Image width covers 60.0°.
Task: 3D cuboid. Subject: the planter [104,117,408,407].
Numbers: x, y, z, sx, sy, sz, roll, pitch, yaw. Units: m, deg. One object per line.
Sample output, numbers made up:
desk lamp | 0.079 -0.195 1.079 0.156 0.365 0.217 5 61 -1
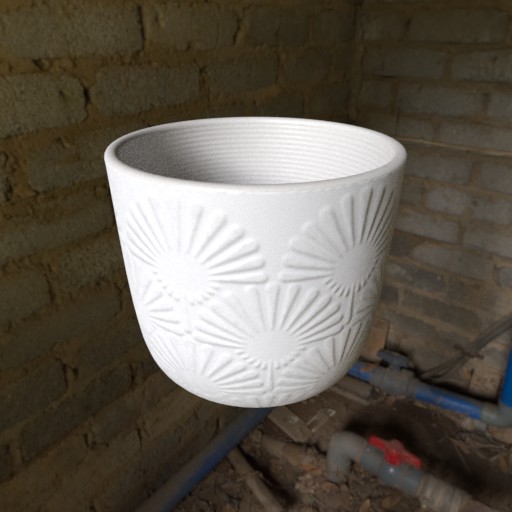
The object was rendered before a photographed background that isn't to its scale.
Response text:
planter | 0.000 0.000 0.213 0.124 0.109 0.124 0 27 0
